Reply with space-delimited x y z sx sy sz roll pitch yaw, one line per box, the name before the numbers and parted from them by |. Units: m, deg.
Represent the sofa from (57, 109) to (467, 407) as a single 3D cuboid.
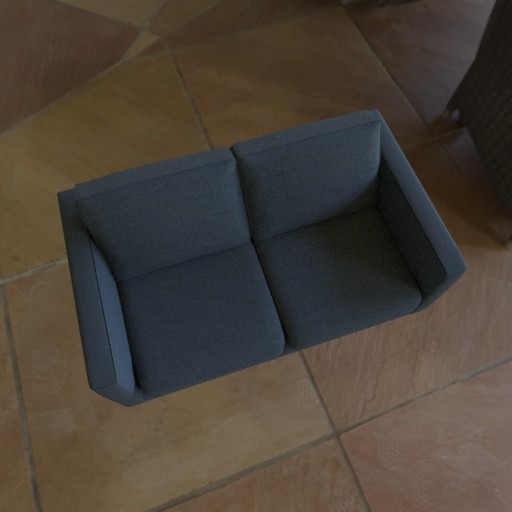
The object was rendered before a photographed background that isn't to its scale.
sofa | 0.000 0.000 2.234 1.659 0.907 0.999 -17 66 -8
